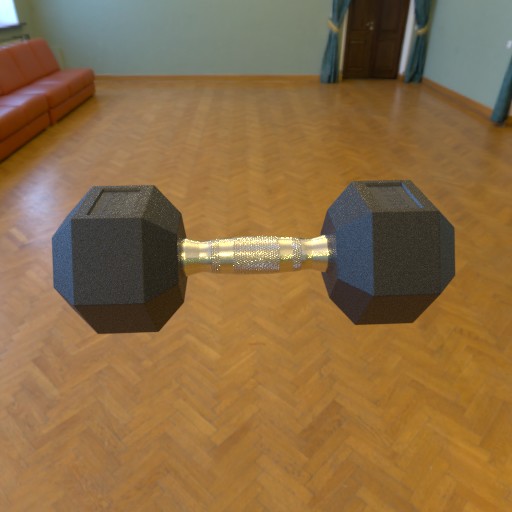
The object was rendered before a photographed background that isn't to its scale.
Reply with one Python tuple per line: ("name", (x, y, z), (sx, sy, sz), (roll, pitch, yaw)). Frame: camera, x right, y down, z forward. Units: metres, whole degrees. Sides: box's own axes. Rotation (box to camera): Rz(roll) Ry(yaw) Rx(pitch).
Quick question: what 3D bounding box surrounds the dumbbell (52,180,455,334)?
("dumbbell", (0.000, 0.000, 0.429), (0.356, 0.123, 0.141), (-2, 31, -3))
